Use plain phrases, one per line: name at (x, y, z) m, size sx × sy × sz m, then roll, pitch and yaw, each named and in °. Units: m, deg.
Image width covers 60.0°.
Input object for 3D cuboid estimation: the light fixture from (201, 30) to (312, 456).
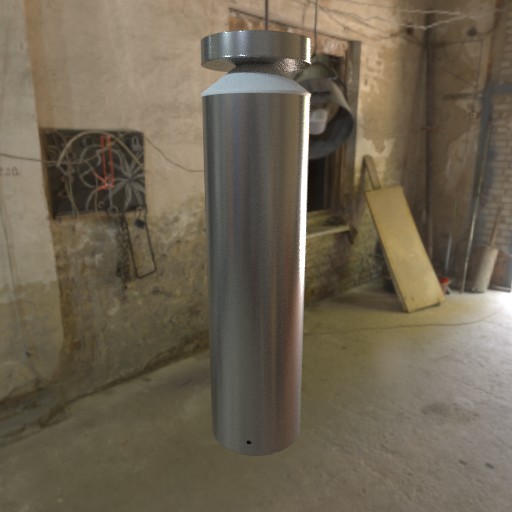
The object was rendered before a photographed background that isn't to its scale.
light fixture at (0.000, 0.000, 0.453) m, size 0.102 × 0.400 × 0.102 m, roll 2°, pitch 15°, yaw 8°
